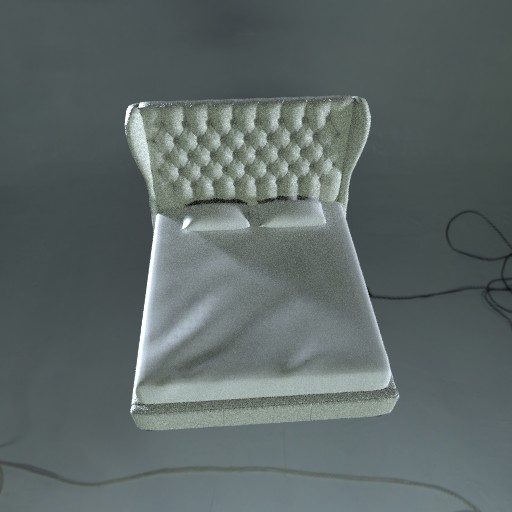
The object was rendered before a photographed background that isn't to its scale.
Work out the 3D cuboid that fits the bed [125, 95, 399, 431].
[{"bbox_3d":[0.000,0.000,3.905,2.219,1.771,2.347,-3,47,-3],"label":"bed"}]
